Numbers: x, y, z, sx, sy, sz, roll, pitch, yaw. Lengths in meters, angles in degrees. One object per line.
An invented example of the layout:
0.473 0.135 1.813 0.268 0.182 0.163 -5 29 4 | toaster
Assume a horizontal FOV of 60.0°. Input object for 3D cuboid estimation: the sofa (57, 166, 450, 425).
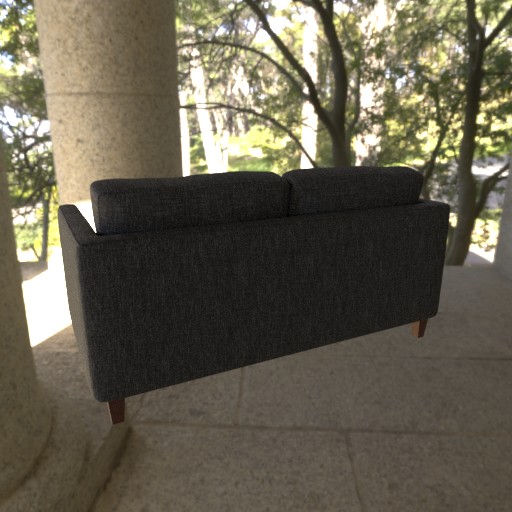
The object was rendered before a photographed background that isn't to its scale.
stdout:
0.000 0.000 2.397 1.884 0.963 0.950 -8 18 -26 | sofa
